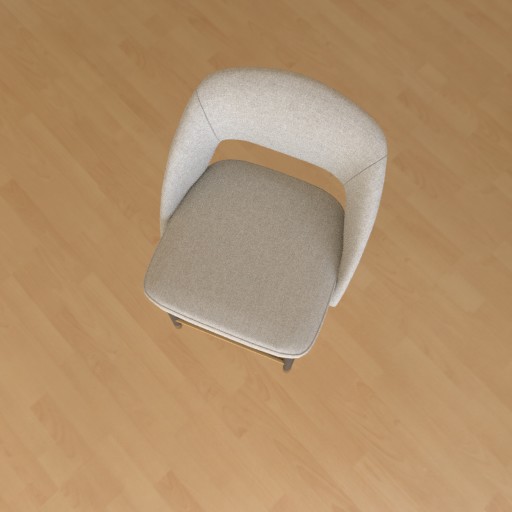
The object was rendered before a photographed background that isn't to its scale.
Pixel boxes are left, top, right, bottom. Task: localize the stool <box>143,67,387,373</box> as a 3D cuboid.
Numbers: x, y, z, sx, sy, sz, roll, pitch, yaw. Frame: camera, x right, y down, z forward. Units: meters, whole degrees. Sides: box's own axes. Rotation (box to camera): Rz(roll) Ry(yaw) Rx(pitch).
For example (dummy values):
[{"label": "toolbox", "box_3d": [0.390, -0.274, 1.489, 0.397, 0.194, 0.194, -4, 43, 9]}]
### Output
[{"label": "stool", "box_3d": [0.000, 0.000, 1.239, 0.494, 0.940, 0.509, 21, 76, 5]}]
